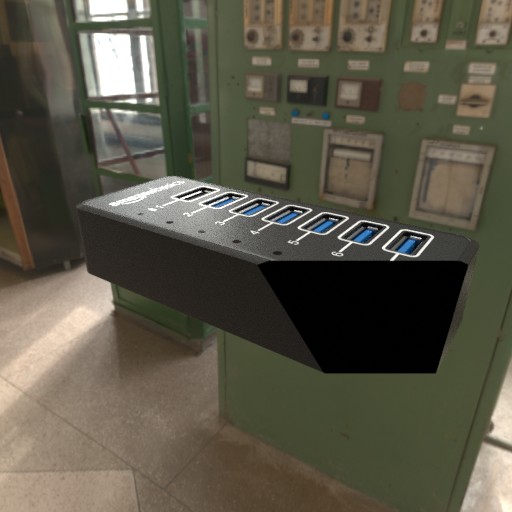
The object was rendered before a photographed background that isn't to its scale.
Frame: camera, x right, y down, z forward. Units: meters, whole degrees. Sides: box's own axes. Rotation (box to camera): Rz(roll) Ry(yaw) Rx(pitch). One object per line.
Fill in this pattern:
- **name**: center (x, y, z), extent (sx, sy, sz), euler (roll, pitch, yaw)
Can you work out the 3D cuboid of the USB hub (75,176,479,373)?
- **USB hub**: center (0.000, 0.000, 0.129), extent (0.110, 0.023, 0.044), euler (17, 30, 31)
